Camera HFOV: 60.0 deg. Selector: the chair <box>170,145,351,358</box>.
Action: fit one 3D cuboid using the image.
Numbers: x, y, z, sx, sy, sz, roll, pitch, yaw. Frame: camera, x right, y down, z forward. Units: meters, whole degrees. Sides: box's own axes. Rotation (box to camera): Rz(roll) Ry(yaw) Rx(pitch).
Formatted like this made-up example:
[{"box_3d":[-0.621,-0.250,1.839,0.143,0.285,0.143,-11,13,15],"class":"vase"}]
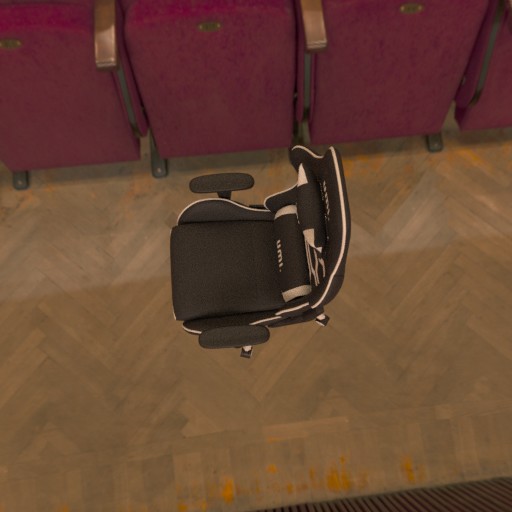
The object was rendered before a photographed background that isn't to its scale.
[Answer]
[{"box_3d":[0.000,0.000,1.671,0.700,1.240,0.700,-5,75,-1],"class":"chair"}]
